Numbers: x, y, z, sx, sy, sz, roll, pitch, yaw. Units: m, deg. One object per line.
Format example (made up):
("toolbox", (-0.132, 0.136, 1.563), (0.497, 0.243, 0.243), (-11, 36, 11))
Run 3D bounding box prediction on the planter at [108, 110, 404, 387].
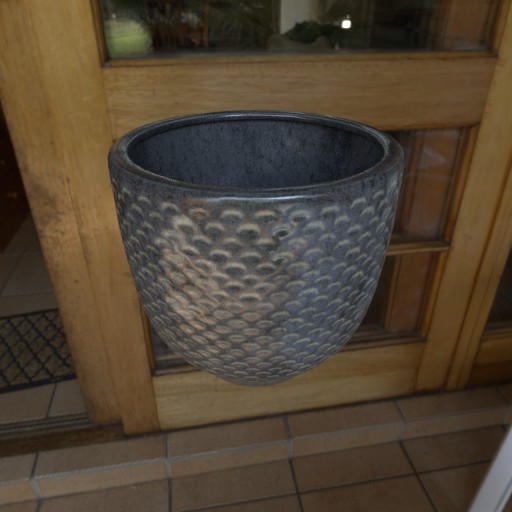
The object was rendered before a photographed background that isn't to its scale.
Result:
("planter", (0.000, 0.000, 0.304), (0.172, 0.160, 0.172), (0, 30, 0))
